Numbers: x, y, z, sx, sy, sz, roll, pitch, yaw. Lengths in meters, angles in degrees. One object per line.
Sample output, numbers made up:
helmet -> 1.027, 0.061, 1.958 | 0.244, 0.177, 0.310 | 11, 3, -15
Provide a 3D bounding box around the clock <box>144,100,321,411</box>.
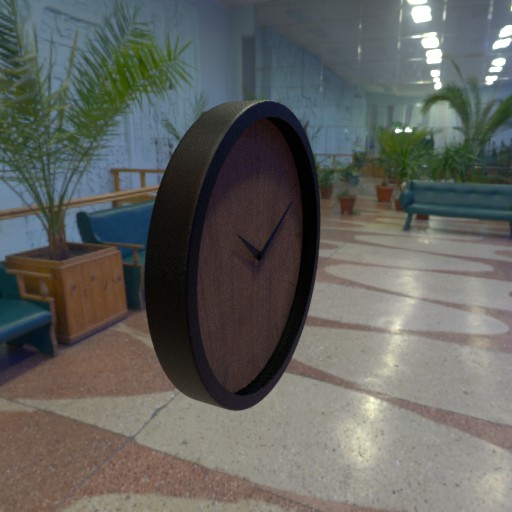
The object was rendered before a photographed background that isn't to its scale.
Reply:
clock -> 0.000, 0.000, 0.474 | 0.040, 0.314, 0.314 | 7, 16, 26
